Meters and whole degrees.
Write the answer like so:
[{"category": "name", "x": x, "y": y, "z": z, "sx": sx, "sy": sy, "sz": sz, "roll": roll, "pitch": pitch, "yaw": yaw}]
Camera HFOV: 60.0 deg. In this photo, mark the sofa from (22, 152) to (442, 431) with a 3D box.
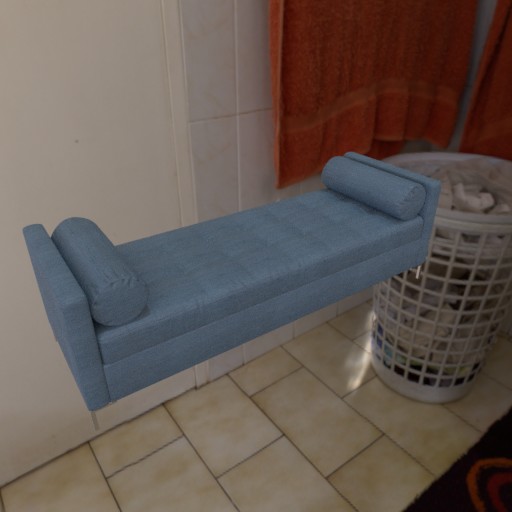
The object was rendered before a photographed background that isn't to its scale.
[{"category": "sofa", "x": 0.000, "y": 0.000, "z": 2.291, "sx": 1.981, "sy": 0.635, "sz": 0.686, "roll": -19, "pitch": 35, "yaw": -29}]
